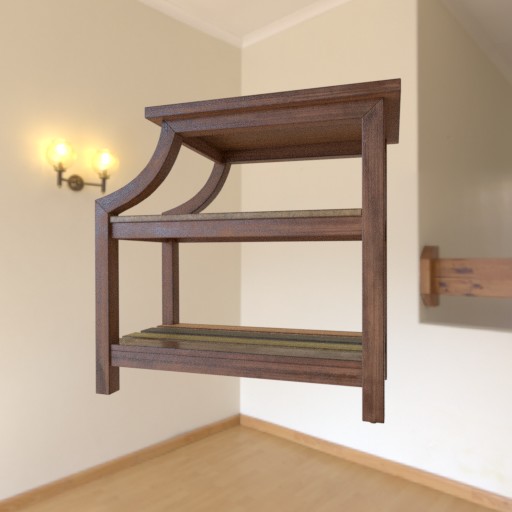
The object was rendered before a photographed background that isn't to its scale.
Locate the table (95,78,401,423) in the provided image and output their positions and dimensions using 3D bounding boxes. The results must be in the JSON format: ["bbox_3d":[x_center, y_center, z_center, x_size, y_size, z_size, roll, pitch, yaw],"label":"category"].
[{"bbox_3d":[0.000,0.000,0.987,0.609,0.584,0.356,0,0,17],"label":"table"}]
